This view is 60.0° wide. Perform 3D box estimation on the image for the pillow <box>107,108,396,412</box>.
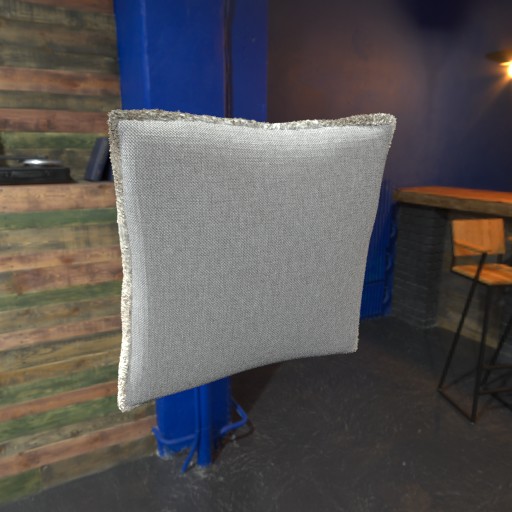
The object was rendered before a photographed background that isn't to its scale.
[{"bbox_3d":[0.000,0.000,0.820,0.529,0.515,0.218,-7,15,-26],"label":"pillow"}]
